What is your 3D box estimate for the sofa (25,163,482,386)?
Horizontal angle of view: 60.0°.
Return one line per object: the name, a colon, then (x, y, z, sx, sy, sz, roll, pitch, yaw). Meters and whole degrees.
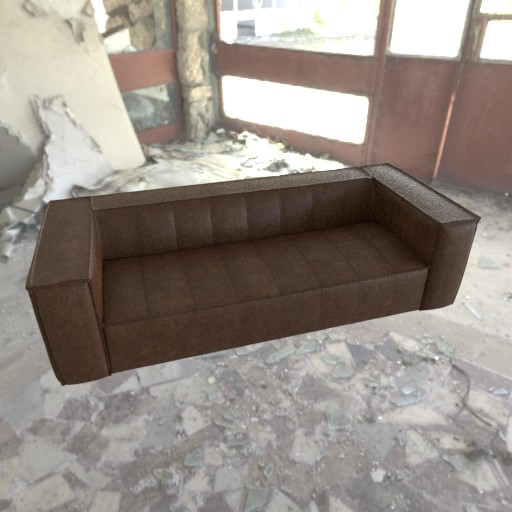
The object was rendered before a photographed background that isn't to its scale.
sofa: (0.000, 0.000, 2.950, 2.581, 0.701, 1.102, -9, 32, -14)
